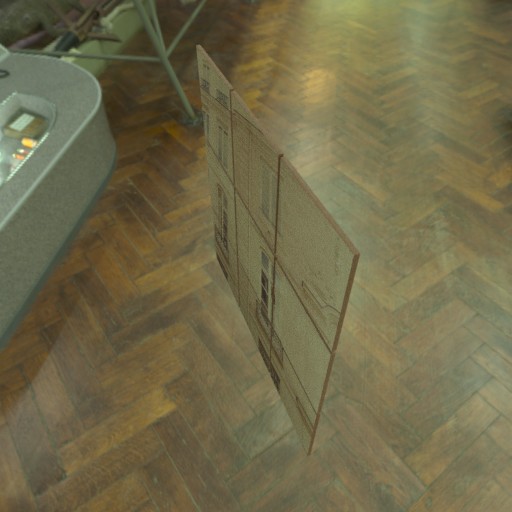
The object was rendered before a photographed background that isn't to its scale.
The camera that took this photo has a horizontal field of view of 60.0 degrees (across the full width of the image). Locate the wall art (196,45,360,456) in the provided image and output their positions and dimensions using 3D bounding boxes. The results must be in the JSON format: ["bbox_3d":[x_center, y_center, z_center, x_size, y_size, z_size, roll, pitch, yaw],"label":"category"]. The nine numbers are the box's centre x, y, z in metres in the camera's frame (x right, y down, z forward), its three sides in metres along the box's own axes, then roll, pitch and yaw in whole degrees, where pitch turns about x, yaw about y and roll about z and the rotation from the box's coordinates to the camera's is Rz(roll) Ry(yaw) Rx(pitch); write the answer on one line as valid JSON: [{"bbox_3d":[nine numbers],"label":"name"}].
[{"bbox_3d":[0.000,0.000,1.798,0.024,1.218,1.221,-16,49,-15],"label":"wall art"}]
